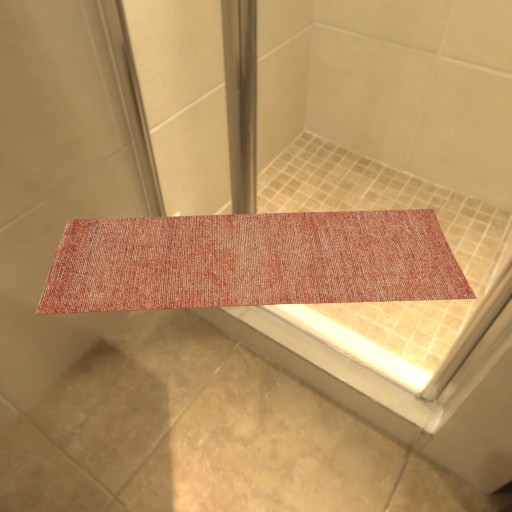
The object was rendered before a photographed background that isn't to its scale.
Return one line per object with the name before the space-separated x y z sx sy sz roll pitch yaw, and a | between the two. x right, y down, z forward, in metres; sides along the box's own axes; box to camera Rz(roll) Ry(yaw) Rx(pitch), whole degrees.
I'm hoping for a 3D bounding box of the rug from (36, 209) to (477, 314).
rug | 0.000 0.000 2.590 2.353 0.013 0.718 -2 48 -2
